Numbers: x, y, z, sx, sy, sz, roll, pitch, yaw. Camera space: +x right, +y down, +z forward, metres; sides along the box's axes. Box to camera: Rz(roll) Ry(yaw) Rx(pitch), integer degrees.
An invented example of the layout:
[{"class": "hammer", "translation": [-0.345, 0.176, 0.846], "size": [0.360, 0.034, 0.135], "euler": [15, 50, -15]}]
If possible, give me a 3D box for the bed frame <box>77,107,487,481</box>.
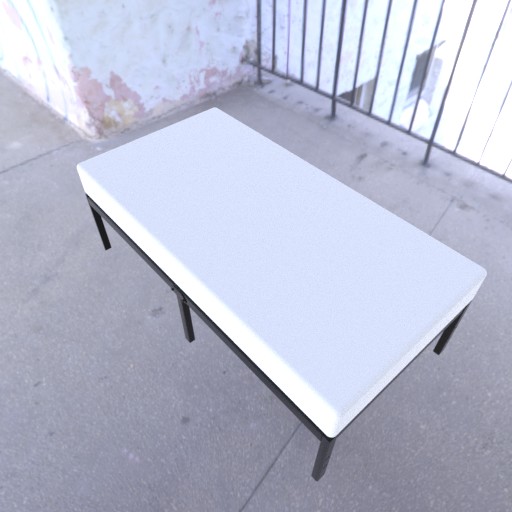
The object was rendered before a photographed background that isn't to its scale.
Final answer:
[{"class": "bed frame", "translation": [0.000, 0.000, 2.443], "size": [1.023, 0.659, 1.950], "euler": [-33, 55, -27]}]
